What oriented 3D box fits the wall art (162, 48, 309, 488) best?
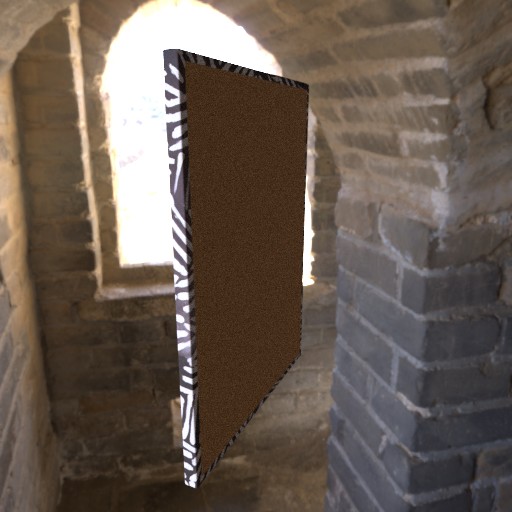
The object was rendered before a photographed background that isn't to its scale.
[{"bbox_3d":[0.000,0.000,1.313,0.038,1.017,0.765,7,17,24],"label":"wall art"}]
